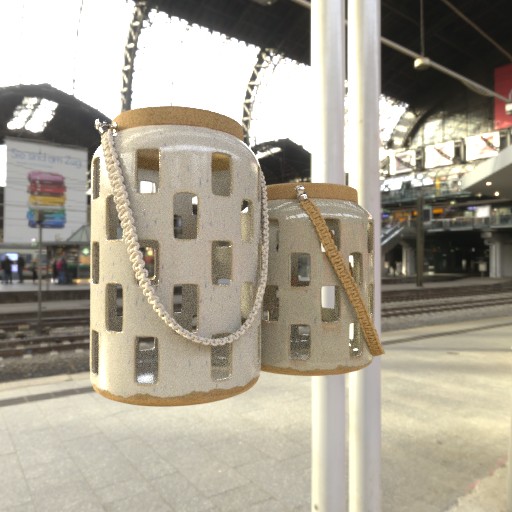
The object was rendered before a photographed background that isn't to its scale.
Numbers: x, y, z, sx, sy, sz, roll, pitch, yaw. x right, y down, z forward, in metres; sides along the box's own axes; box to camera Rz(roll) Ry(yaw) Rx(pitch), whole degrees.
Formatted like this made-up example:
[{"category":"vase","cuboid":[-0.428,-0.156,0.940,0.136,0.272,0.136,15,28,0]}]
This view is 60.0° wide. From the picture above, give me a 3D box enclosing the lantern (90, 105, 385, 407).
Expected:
[{"category":"lantern","cuboid":[0.000,0.000,0.489,0.347,0.255,0.184,1,-1,-37]}]
